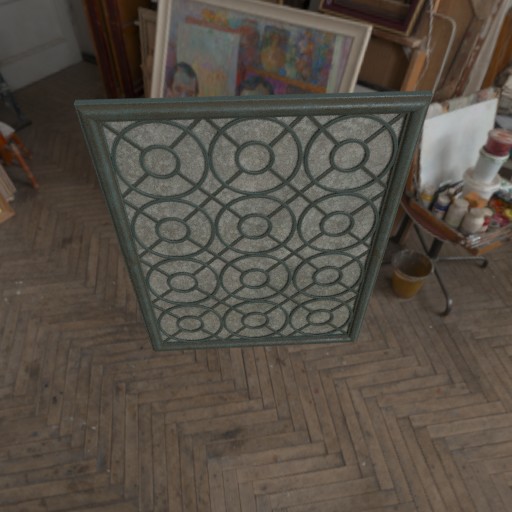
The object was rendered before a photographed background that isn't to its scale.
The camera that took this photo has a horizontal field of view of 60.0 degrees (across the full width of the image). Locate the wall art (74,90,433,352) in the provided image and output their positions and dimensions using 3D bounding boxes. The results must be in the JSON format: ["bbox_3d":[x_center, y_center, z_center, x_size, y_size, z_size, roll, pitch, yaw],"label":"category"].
[{"bbox_3d":[0.000,0.000,1.305,0.767,0.983,0.030,-2,47,-2],"label":"wall art"}]
